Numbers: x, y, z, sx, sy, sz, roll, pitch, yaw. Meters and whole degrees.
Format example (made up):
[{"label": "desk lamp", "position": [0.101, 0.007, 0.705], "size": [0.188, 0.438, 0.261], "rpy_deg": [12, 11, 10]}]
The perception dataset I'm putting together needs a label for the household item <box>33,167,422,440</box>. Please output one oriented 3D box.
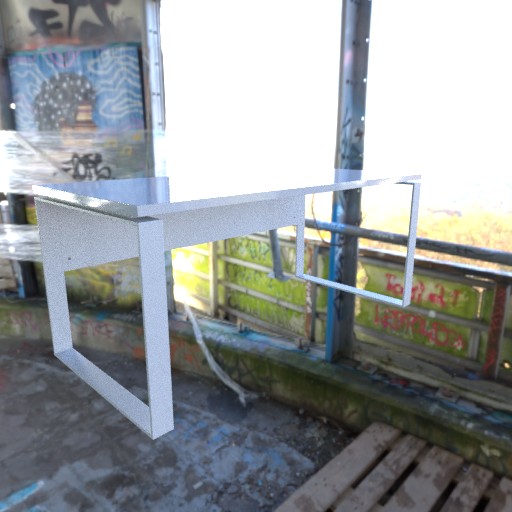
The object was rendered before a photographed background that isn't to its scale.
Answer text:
[{"label": "household item", "position": [0.000, 0.000, 2.155], "size": [1.700, 0.745, 0.800], "rpy_deg": [-14, 20, -43]}]
